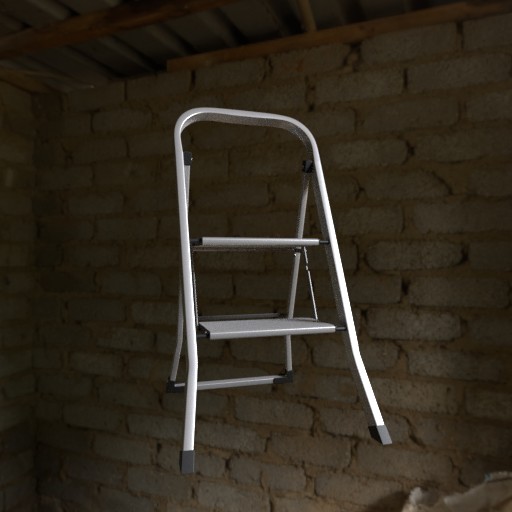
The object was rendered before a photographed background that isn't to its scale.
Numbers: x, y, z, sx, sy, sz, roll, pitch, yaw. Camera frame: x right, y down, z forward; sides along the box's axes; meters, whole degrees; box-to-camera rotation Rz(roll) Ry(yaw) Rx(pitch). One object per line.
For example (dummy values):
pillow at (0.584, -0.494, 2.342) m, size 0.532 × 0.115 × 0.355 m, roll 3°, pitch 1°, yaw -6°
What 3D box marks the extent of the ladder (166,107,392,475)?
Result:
ladder at (0.000, 0.000, 1.161) m, size 0.465 × 0.830 × 0.530 m, roll 0°, pitch 0°, yaw -18°
